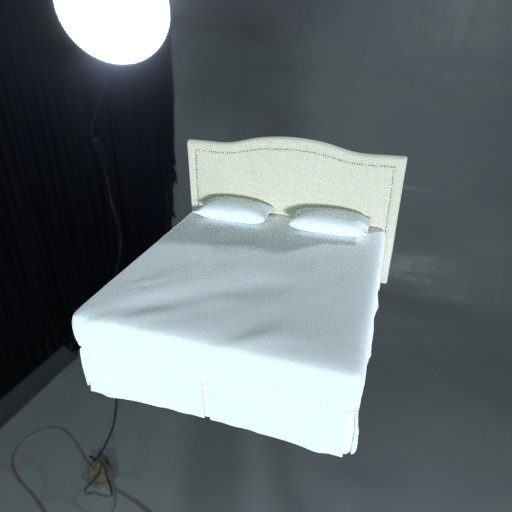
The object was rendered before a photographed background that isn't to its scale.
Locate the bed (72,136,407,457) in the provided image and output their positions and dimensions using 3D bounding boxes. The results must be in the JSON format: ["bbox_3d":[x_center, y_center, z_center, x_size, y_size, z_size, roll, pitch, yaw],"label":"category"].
[{"bbox_3d":[0.000,0.000,3.524,2.083,1.421,2.182,9,29,16],"label":"bed"}]
